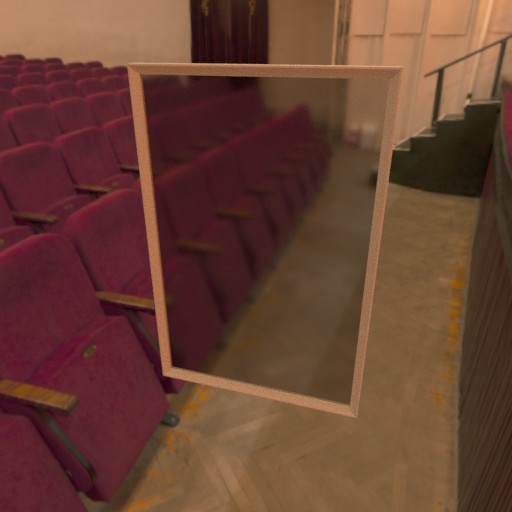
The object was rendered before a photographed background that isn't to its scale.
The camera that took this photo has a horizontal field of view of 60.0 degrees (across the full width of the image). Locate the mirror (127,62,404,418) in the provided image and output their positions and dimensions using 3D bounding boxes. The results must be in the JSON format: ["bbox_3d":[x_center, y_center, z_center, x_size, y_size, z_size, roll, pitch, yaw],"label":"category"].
[{"bbox_3d":[0.000,0.000,1.153,0.609,0.915,0.041,8,27,15],"label":"mirror"}]
